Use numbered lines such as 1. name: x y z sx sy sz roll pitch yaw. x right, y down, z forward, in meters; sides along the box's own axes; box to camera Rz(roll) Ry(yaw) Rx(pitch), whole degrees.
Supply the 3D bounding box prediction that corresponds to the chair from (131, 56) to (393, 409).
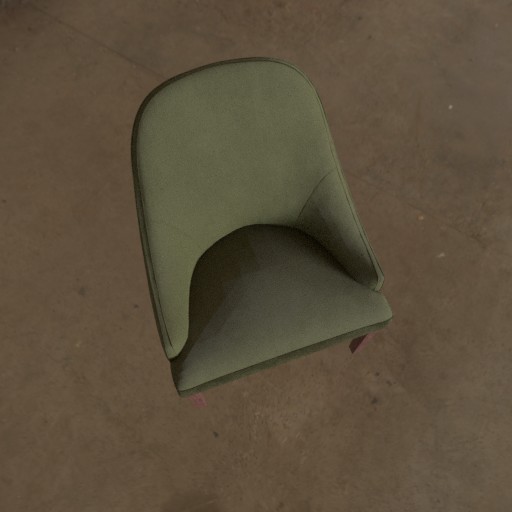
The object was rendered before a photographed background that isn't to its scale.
1. chair: 0.000 0.000 1.265 0.643 0.889 0.575 -17 64 -9
